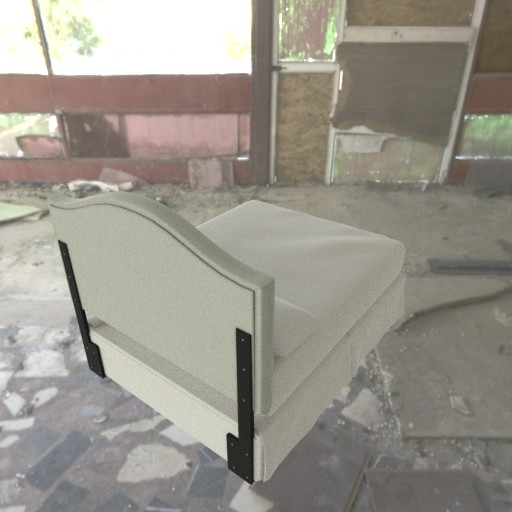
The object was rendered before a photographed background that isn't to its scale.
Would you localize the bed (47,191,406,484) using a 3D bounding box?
[{"bbox_3d":[0.000,0.000,3.405,1.813,1.607,2.180,20,35,32],"label":"bed"}]
